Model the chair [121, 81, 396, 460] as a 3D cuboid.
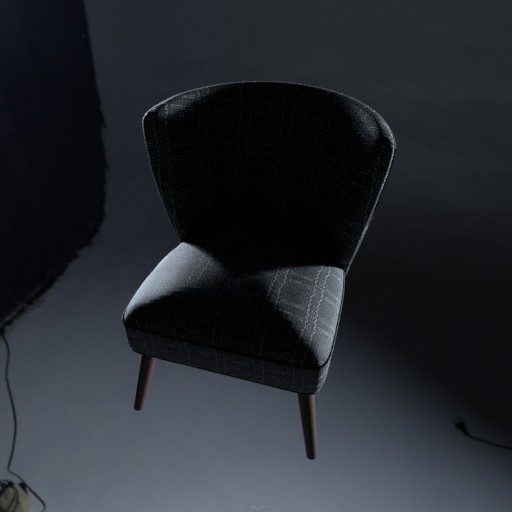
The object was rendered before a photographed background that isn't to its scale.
[{"bbox_3d":[0.000,0.000,1.403,0.710,0.866,0.758,10,40,13],"label":"chair"}]
